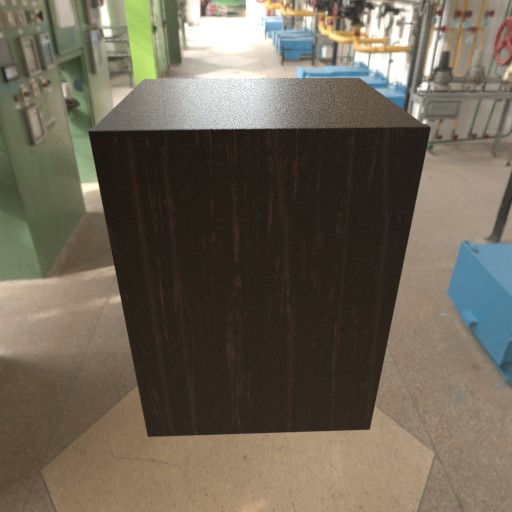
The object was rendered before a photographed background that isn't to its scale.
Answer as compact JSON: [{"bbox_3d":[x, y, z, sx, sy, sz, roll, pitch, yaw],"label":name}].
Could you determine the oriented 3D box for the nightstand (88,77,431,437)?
[{"bbox_3d":[0.000,0.000,0.812,0.400,0.559,0.356,-1,31,-2],"label":"nightstand"}]
